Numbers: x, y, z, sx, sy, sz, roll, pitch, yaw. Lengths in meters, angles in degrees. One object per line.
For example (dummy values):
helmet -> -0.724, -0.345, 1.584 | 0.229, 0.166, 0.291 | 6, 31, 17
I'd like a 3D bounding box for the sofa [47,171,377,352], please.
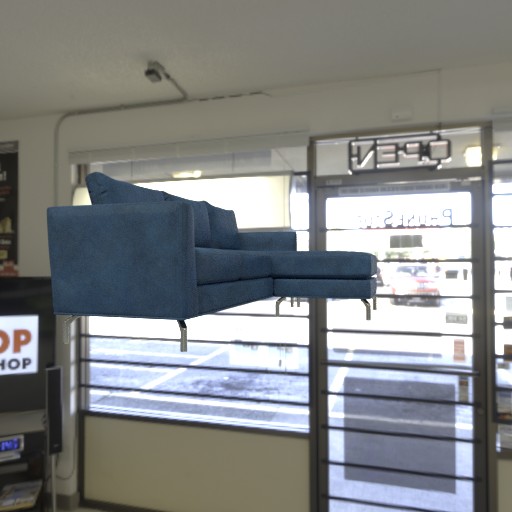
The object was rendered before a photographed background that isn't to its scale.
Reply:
sofa -> 0.000, 0.000, 3.315 | 1.622, 0.987, 2.438 | 0, -1, 19
